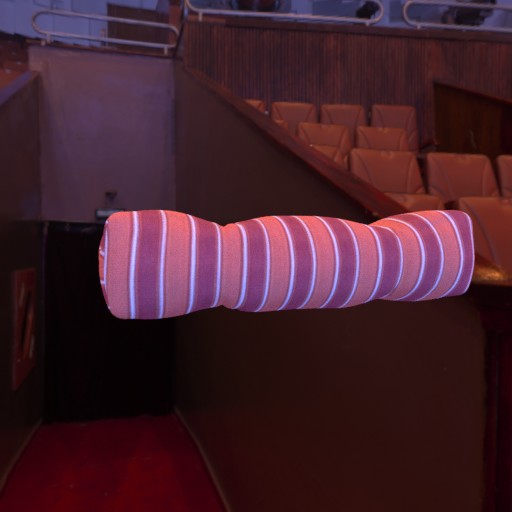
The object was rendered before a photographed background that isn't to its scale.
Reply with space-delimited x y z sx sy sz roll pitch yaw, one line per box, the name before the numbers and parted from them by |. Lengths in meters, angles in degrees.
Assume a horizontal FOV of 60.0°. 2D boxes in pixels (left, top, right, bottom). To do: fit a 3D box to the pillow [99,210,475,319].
pillow | 0.000 0.000 0.733 0.490 0.133 0.468 0 1 -19
